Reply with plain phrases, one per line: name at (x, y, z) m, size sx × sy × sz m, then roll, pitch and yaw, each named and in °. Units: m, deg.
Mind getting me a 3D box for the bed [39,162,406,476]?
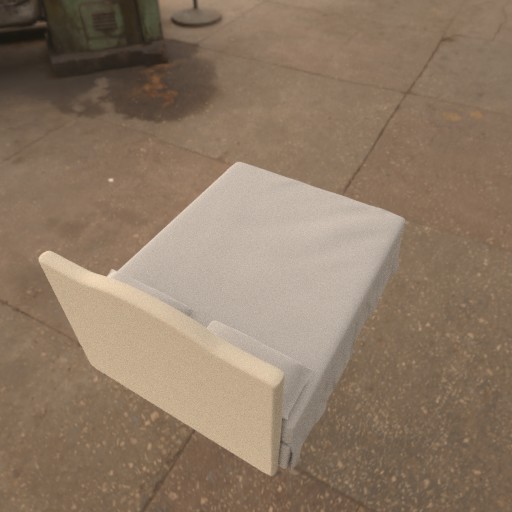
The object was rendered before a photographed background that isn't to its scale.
bed at (0.000, 0.000, 3.631) m, size 1.977 × 1.437 × 2.477 m, roll 23°, pitch 50°, yaw 21°
